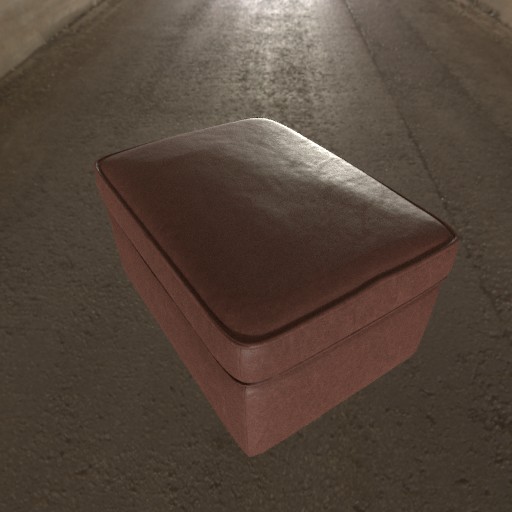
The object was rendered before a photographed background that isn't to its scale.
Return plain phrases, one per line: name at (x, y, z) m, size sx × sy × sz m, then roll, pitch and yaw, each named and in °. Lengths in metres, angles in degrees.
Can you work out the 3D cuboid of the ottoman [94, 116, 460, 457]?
ottoman at (0.000, 0.000, 1.117) m, size 0.548 × 0.449 × 0.749 m, roll -23°, pitch 45°, yaw -25°
